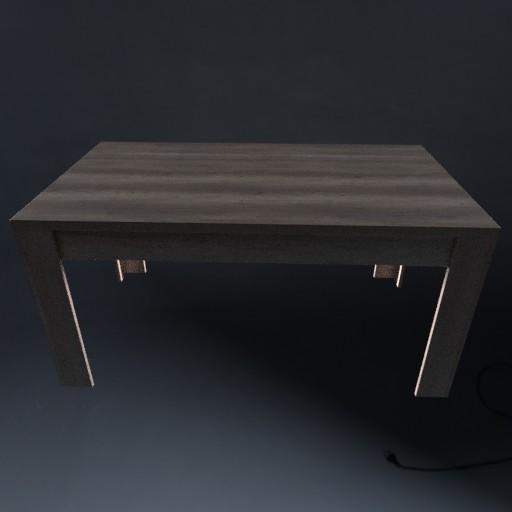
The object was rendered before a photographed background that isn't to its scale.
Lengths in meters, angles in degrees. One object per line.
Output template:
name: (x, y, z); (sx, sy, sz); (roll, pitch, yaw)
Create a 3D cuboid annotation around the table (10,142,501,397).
table: (0.000, 0.000, 2.026); (1.600, 0.775, 0.900); (1, 31, 2)
